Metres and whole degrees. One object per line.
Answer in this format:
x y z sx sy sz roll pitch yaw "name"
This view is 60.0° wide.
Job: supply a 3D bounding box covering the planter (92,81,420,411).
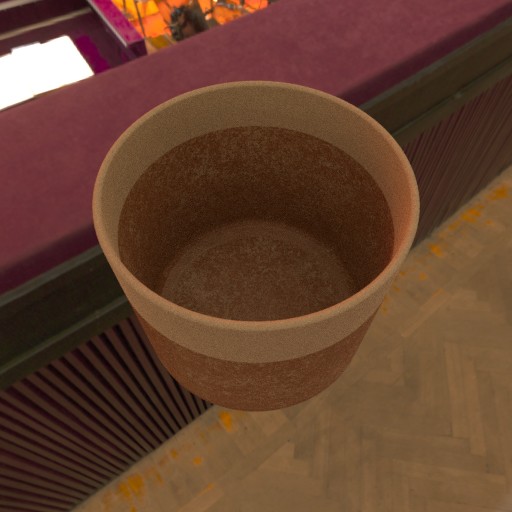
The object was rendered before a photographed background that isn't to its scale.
0.000 0.000 0.275 0.159 0.138 0.159 0 57 0 "planter"
